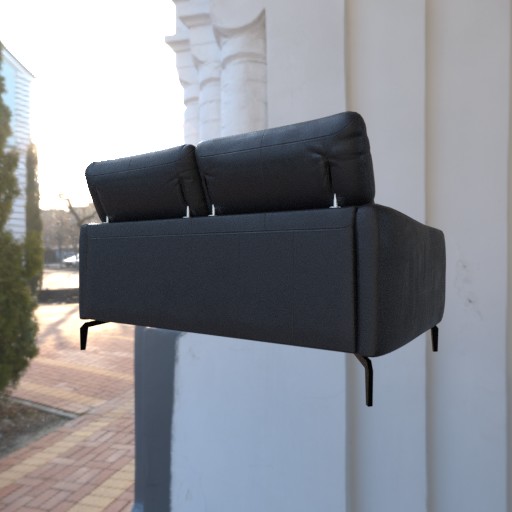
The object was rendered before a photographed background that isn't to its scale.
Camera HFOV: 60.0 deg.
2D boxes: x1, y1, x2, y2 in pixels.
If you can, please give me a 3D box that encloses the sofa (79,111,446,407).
[{"bbox_3d":[0.000,0.000,2.134,1.596,0.920,0.958,0,0,34],"label":"sofa"}]
